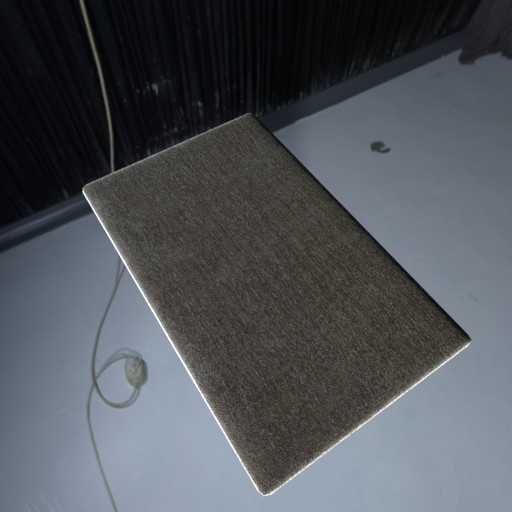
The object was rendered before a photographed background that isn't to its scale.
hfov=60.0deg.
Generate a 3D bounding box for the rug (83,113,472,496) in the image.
[{"bbox_3d":[0.000,0.000,3.007,1.539,0.024,2.469,-29,62,-17],"label":"rug"}]
